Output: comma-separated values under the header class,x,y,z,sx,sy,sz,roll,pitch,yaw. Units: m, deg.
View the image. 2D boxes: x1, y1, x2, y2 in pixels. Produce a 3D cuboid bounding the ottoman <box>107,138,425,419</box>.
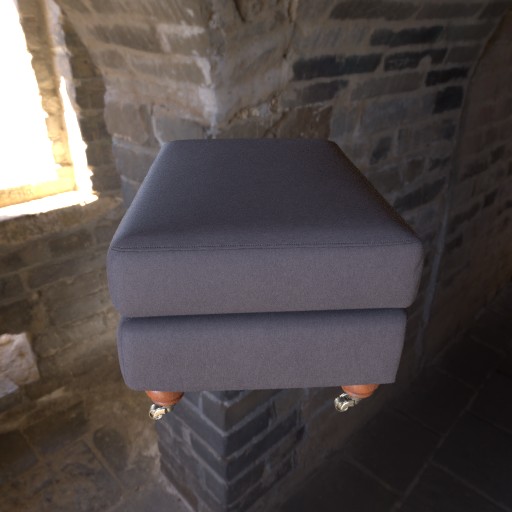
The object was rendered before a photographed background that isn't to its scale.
class,x,y,z,sx,sy,sz,roll,pitch,yaw
ottoman,0.000,0.000,1.163,0.574,0.497,0.773,-1,28,-3
